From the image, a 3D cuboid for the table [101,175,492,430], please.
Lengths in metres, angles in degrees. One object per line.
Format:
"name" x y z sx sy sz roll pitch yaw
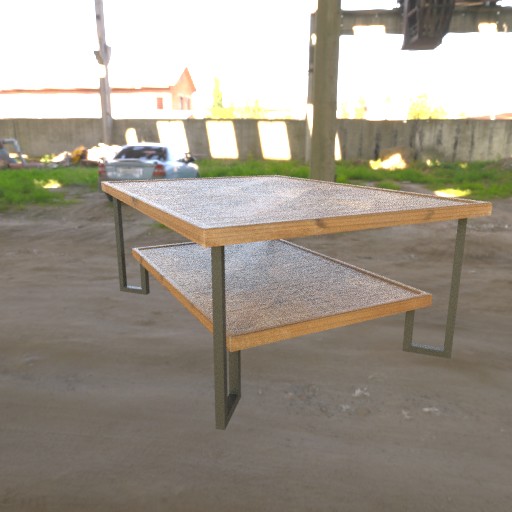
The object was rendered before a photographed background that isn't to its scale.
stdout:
"table" 0.000 0.000 1.656 0.877 0.492 1.238 -7 16 -27
